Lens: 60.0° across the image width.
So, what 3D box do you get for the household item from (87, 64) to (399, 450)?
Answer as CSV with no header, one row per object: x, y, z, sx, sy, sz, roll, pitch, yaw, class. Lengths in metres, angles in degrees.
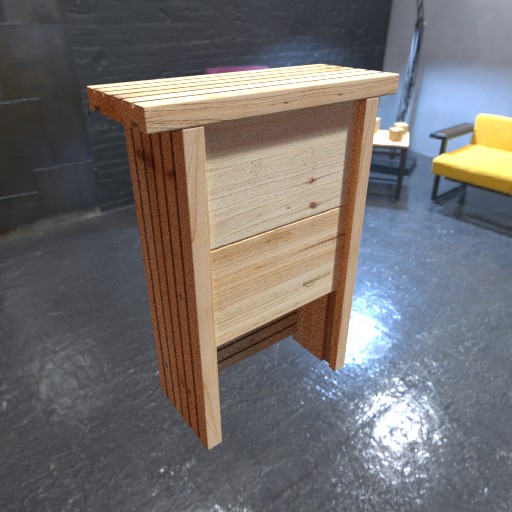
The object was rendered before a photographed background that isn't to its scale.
0.000,0.000,0.545,0.301,0.407,0.123,-21,35,-32,household item
